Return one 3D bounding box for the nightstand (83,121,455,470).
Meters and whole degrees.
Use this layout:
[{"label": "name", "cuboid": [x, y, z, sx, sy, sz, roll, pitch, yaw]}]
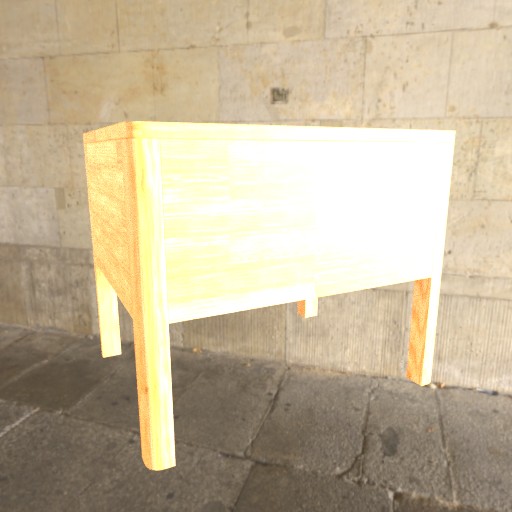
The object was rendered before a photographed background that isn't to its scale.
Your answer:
[{"label": "nightstand", "cuboid": [0.000, 0.000, 0.876, 0.560, 0.470, 0.440, -7, 15, -26]}]
